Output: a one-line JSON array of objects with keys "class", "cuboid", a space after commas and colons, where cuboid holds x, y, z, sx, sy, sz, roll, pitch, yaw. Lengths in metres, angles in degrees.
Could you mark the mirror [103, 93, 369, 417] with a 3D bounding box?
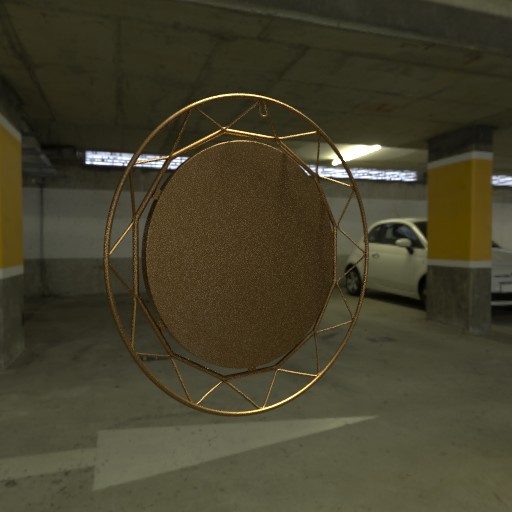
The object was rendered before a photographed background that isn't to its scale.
[{"class": "mirror", "cuboid": [0.000, 0.000, 0.651, 0.454, 0.454, 0.043, -1, 2, -36]}]
